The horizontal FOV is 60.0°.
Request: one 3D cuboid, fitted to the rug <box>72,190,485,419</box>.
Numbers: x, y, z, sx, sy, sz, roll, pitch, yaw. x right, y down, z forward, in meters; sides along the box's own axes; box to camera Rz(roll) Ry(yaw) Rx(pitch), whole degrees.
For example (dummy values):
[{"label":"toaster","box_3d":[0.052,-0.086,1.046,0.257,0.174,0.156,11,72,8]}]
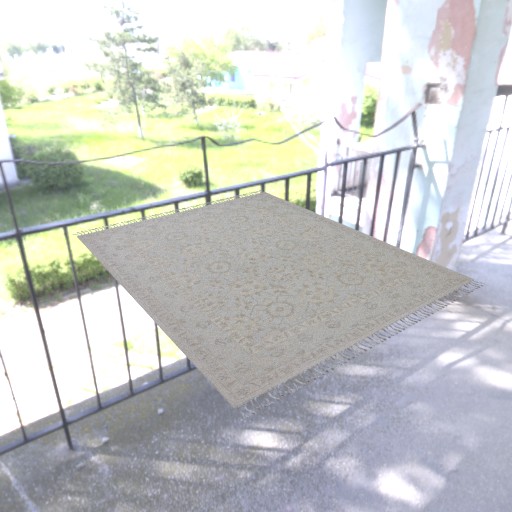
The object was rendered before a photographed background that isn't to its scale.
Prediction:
[{"label":"rug","box_3d":[0.000,0.000,4.056,2.444,0.013,3.043,-18,32,-32]}]
